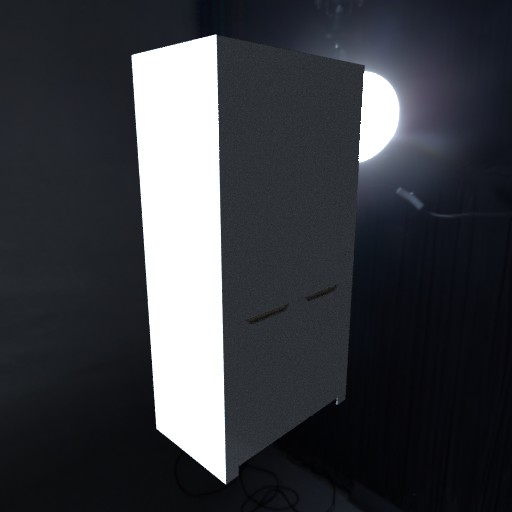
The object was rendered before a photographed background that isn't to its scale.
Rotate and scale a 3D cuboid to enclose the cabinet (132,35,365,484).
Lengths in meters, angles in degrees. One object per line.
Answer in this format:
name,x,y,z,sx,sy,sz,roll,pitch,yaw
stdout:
cabinet,0.000,0.000,2.351,0.580,1.920,0.980,14,21,43
